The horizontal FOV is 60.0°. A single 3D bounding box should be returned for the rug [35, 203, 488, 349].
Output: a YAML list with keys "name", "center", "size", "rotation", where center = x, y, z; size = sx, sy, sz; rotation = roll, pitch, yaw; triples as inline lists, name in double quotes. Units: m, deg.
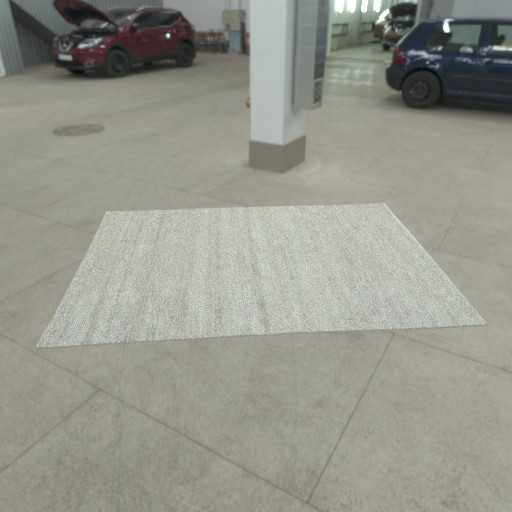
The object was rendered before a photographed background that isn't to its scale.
- name: "rug"
  center: [0.000, 0.000, 2.887]
  size: [2.264, 0.030, 1.624]
  rotation: [-2, 29, -4]
